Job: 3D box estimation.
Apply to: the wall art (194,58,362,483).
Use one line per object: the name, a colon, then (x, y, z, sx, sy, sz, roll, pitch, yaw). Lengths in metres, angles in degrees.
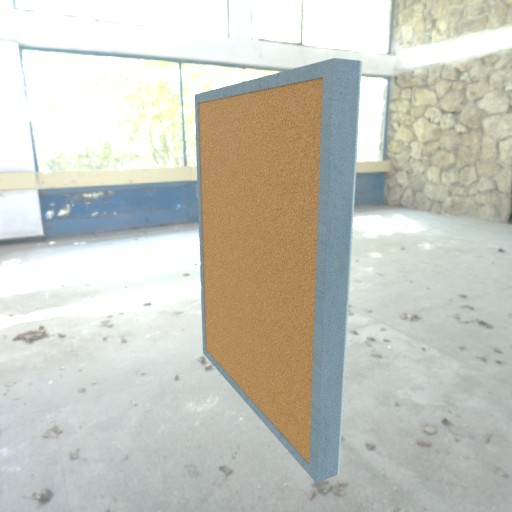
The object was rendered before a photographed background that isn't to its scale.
wall art: (0.000, 0.000, 0.691, 0.037, 0.509, 0.409, -7, 16, -27)
